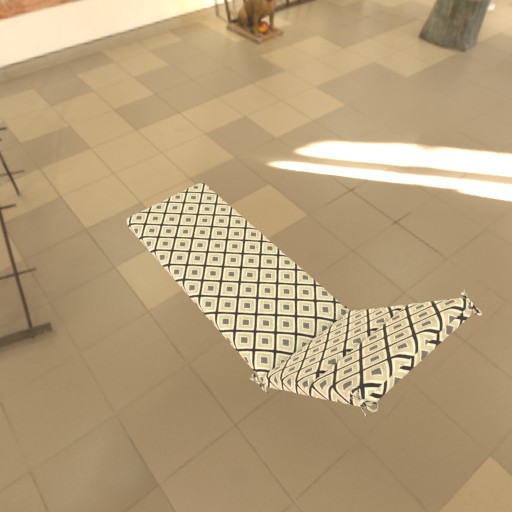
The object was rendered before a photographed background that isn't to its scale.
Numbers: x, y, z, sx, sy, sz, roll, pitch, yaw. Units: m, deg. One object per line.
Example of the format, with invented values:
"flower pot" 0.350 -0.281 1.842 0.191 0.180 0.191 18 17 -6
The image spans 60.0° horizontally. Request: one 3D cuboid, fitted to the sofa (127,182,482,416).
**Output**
"sofa" 0.000 0.000 1.940 0.582 0.622 1.663 -31 56 -24
